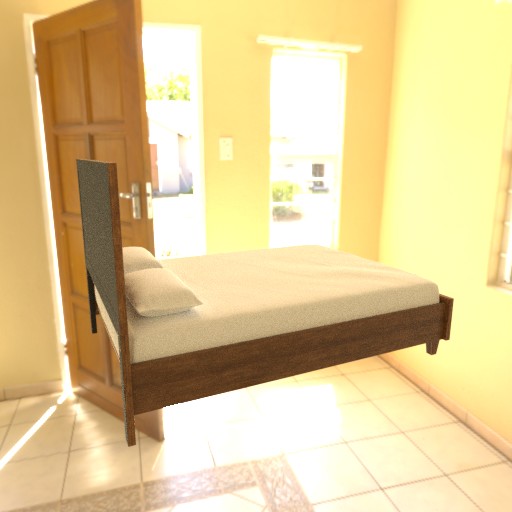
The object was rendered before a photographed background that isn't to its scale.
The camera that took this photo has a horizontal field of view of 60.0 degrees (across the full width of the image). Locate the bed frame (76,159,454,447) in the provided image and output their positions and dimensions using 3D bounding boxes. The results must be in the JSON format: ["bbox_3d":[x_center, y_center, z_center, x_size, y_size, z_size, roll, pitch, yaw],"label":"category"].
[{"bbox_3d":[0.000,0.000,3.323,2.276,1.417,1.696,-6,14,-25],"label":"bed frame"}]
